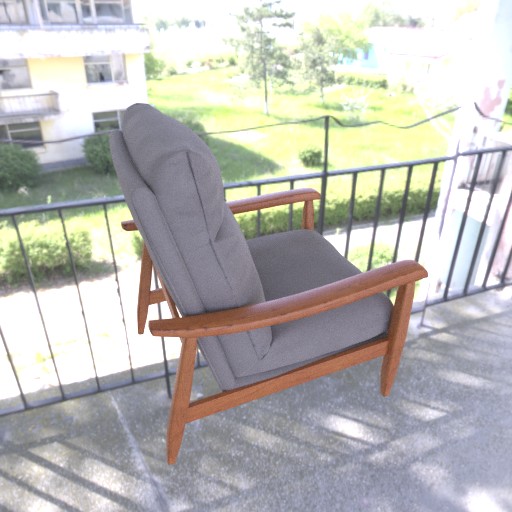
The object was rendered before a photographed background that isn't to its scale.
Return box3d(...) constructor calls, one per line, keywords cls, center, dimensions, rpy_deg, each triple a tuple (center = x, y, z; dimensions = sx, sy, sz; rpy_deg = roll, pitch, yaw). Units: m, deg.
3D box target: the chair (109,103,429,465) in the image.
box3d(cls="chair", center=(0.000, 0.000, 1.487), dimensions=(0.816, 0.922, 0.782), rpy_deg=(-10, 31, -18))
